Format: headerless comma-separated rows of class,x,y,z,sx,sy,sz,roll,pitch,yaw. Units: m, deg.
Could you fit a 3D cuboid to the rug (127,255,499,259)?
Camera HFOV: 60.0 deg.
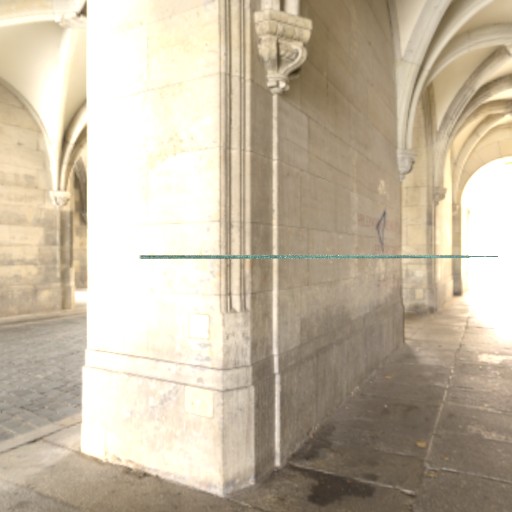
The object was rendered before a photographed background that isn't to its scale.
rug,0.000,0.000,2.229,1.212,0.010,1.811,0,0,-17
